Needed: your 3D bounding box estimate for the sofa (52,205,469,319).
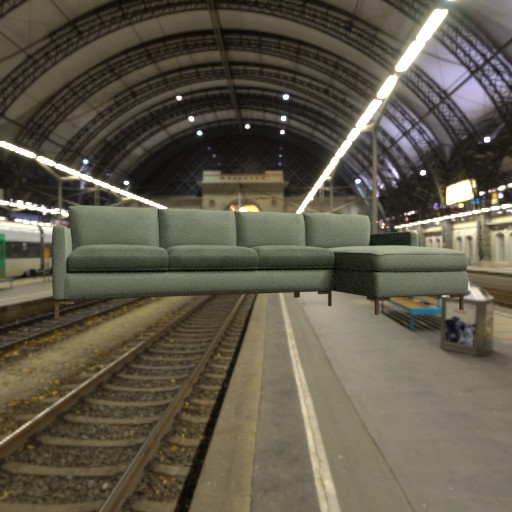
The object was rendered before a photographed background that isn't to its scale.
[{"bbox_3d":[0.000,0.000,3.213,2.725,0.756,1.255,0,1,-19],"label":"sofa"}]
